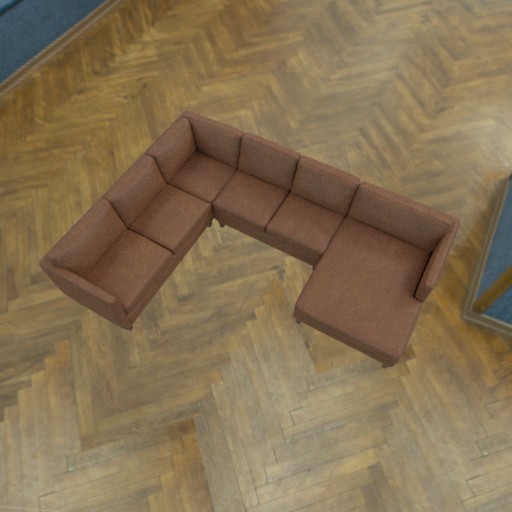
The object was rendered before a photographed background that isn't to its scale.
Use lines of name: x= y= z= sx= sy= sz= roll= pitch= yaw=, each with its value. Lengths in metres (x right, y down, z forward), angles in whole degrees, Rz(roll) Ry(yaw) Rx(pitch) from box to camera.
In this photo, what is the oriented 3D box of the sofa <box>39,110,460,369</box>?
sofa: x=0.000 y=0.000 z=4.657 sx=3.460 sy=0.923 sz=2.593 roll=26 pitch=62 yaw=15
